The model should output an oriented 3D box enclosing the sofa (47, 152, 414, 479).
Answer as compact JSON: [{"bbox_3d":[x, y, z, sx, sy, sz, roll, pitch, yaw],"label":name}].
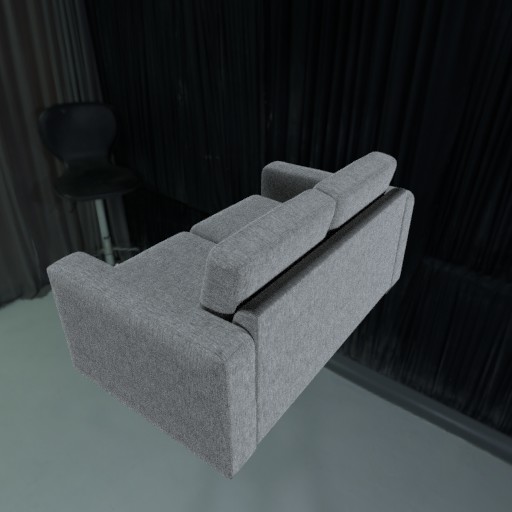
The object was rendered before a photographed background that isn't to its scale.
[{"bbox_3d":[0.000,0.000,2.004,0.900,0.800,1.520,20,36,31],"label":"sofa"}]
